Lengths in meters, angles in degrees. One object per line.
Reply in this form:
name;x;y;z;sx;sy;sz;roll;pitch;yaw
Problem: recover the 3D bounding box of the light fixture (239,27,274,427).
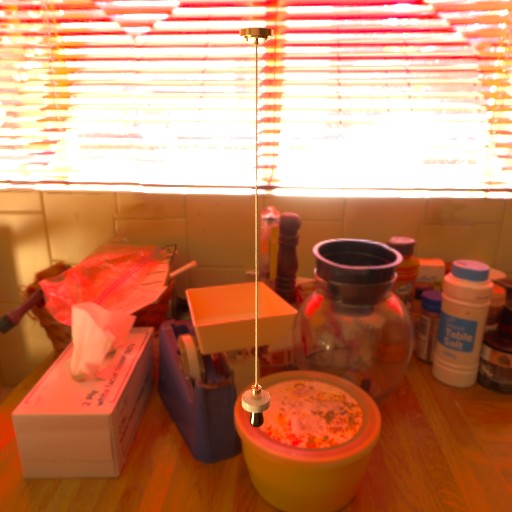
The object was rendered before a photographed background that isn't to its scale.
light fixture;0.000;0.000;1.818;0.129;1.669;0.129;-8;20;-25
